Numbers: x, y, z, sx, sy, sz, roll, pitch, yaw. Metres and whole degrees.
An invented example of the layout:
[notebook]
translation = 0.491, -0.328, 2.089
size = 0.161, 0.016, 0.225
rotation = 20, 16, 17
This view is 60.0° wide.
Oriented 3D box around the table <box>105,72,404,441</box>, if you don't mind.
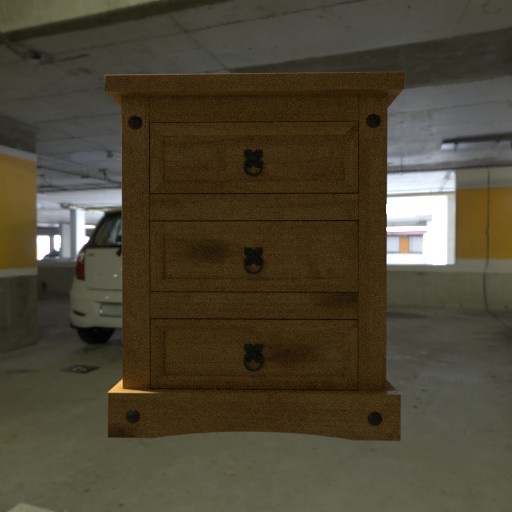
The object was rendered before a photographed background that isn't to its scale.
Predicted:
[table]
translation = 0.000, 0.000, 1.229
size = 0.660, 0.813, 0.500
rotation = 0, 1, 2
